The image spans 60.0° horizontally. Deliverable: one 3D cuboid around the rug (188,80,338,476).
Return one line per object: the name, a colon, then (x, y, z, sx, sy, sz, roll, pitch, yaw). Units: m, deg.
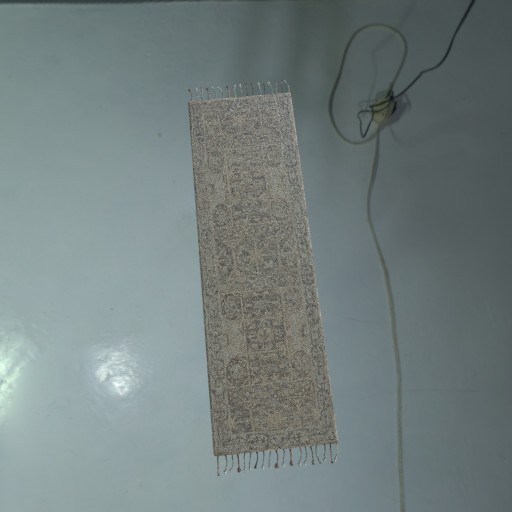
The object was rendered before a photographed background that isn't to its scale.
rug: (0.000, 0.000, 2.992, 0.762, 0.011, 2.664, -6, 76, -1)
